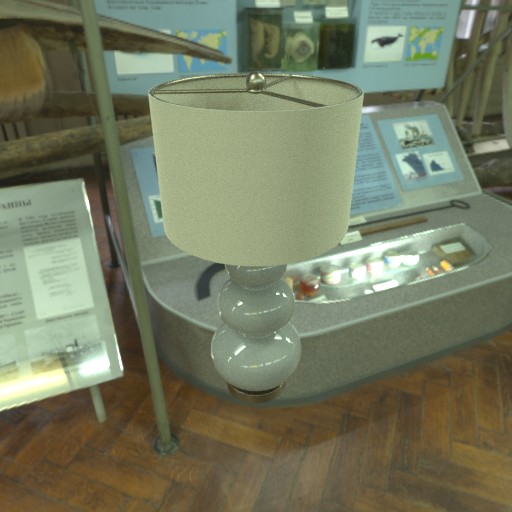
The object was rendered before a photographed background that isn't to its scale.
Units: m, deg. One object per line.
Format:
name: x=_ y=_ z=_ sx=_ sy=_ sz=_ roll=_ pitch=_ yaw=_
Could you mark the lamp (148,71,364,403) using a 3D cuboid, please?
lamp: x=0.000 y=0.000 z=0.940 sx=0.367 sy=0.730 sz=0.367 roll=20 pitch=36 yaw=30
